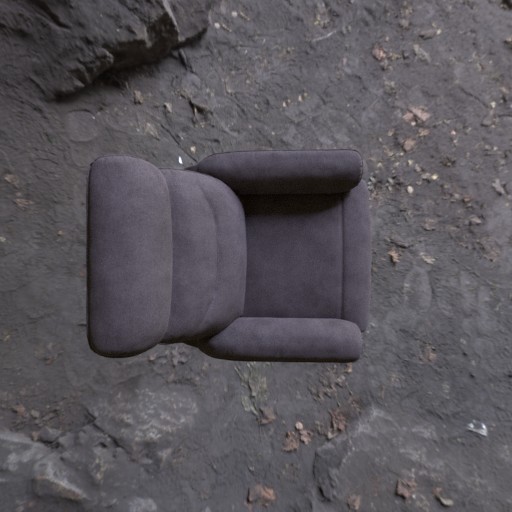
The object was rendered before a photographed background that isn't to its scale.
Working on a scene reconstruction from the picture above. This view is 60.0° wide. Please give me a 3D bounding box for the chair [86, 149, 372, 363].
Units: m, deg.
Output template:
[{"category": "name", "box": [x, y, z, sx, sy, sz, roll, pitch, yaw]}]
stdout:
[{"category": "chair", "box": [0.000, 0.000, 1.754, 1.009, 1.036, 0.830, 0, 90, -3]}]
